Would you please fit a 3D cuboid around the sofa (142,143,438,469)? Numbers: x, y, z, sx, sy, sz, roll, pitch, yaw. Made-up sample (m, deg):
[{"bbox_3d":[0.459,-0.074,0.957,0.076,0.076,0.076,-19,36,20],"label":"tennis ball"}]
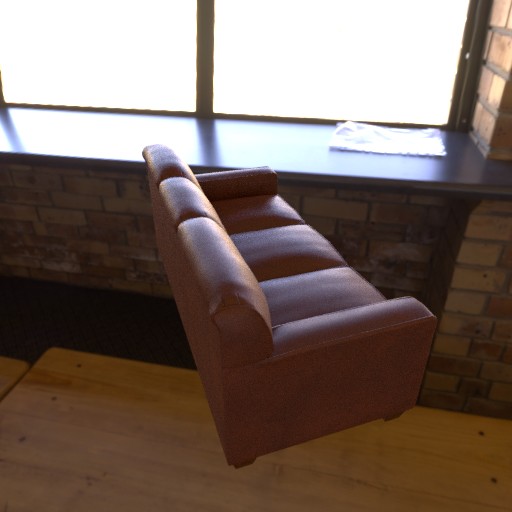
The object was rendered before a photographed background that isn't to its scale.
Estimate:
[{"bbox_3d":[0.000,0.000,2.624,1.008,0.953,2.039,-10,32,-16],"label":"sofa"}]
